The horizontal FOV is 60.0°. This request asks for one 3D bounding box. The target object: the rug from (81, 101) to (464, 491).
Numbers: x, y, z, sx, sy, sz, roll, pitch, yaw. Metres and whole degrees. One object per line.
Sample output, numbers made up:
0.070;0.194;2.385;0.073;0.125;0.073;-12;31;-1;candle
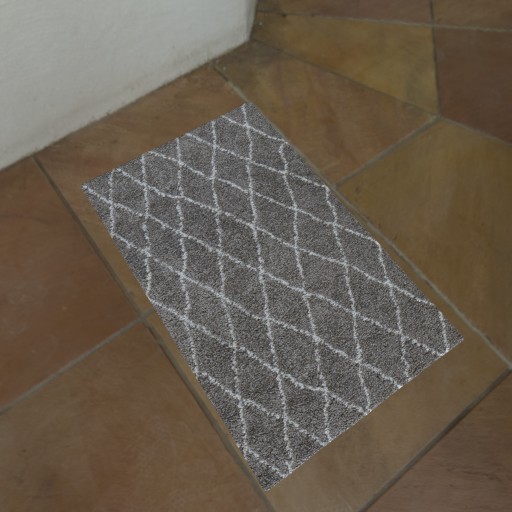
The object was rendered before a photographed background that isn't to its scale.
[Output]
0.000;0.000;3.048;1.524;0.030;2.438;-31;68;-14;rug
